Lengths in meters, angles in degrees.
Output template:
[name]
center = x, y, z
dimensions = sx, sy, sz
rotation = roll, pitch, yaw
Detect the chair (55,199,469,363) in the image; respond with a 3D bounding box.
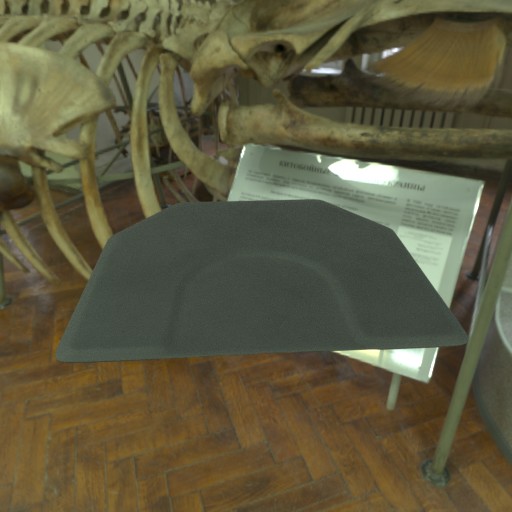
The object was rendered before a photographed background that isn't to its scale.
[chair]
center = 0.000, 0.000, 1.944
dimensions = 1.372, 0.024, 1.219
rotation = -2, 31, -3
